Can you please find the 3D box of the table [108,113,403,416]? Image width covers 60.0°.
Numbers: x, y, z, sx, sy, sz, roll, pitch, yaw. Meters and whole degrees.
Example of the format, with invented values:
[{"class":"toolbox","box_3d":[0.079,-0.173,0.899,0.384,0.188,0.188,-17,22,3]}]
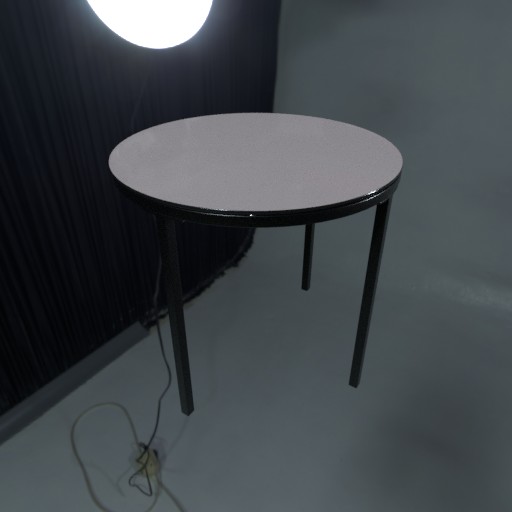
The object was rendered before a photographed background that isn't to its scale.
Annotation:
[{"class":"table","box_3d":[0.000,0.000,0.895,0.499,0.443,0.499,0,32,0]}]
